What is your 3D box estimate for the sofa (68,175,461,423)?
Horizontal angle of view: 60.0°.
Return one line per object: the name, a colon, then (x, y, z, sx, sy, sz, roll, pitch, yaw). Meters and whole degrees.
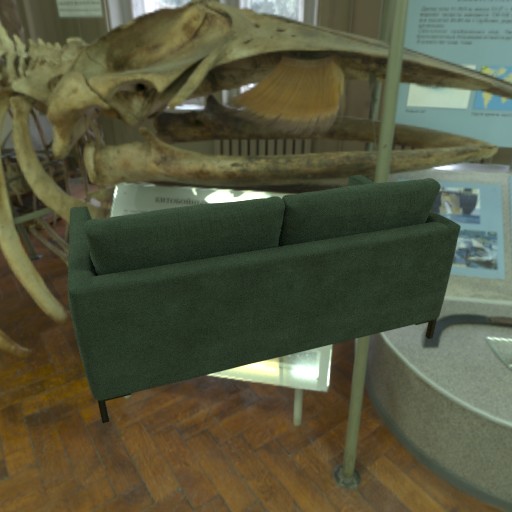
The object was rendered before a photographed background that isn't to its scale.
sofa: (0.000, 0.000, 2.180, 1.676, 0.817, 0.875, -9, 28, -18)
